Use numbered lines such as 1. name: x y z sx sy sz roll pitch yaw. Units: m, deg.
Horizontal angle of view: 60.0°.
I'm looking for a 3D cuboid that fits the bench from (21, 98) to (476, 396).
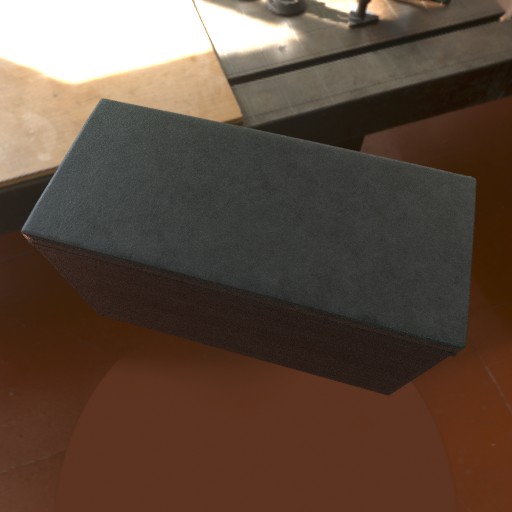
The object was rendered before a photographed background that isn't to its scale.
1. bench: 0.000 0.000 1.163 0.905 0.501 0.401 14 64 7
